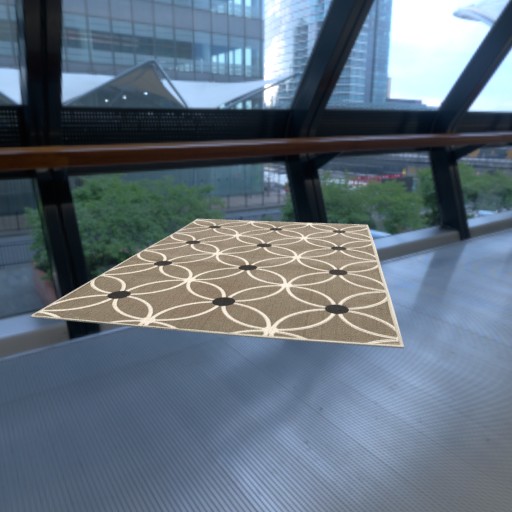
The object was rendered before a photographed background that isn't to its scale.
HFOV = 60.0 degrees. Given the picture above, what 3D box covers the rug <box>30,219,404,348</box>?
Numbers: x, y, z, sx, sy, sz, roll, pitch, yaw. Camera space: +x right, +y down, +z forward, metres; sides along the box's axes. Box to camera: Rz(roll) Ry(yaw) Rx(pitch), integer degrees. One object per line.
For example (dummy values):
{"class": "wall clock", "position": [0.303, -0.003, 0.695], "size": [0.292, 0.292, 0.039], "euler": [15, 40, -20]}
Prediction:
{"class": "rug", "position": [0.000, 0.000, 2.805], "size": [1.522, 0.008, 2.284], "euler": [3, 16, 10]}
